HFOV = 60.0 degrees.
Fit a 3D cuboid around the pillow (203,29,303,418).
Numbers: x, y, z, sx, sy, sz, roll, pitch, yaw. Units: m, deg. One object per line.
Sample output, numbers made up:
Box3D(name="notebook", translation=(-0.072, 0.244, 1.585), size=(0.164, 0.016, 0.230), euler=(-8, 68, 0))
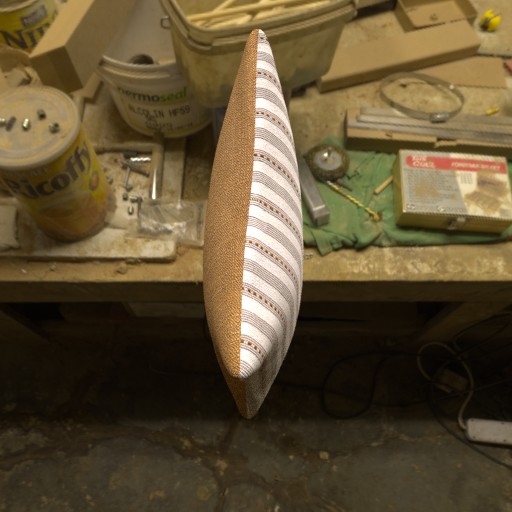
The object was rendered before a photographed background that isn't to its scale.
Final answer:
Box3D(name="pillow", translation=(0.000, 0.000, 0.658), size=(0.147, 0.437, 0.432), euler=(1, 65, 1))
